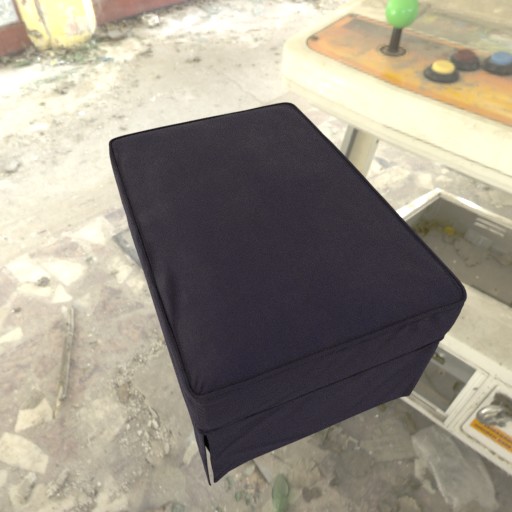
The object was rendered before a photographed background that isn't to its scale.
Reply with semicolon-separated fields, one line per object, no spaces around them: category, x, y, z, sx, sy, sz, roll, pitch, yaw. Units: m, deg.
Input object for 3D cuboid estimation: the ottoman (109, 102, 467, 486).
ottoman;0.000;0.000;1.284;0.637;0.503;0.938;-17;49;-15
